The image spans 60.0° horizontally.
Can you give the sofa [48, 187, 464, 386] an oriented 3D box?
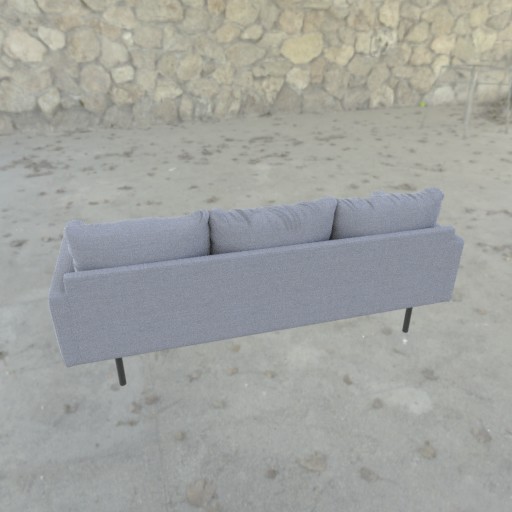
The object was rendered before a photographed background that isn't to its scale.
[{"bbox_3d":[0.000,0.000,2.459,2.000,0.830,0.850,-7,28,-14],"label":"sofa"}]
